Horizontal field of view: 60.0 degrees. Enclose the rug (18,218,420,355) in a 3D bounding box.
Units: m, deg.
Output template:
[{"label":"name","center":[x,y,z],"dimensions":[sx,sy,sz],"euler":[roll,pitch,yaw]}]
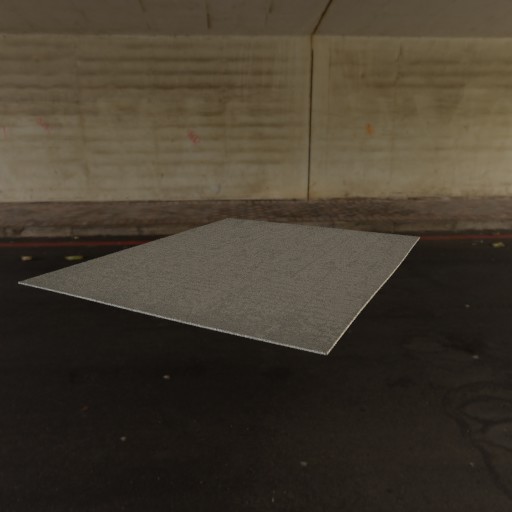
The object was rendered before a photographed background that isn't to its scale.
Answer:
[{"label":"rug","center":[0.000,0.000,4.084],"dimensions":[2.447,0.014,3.061],"euler":[8,17,27]}]
